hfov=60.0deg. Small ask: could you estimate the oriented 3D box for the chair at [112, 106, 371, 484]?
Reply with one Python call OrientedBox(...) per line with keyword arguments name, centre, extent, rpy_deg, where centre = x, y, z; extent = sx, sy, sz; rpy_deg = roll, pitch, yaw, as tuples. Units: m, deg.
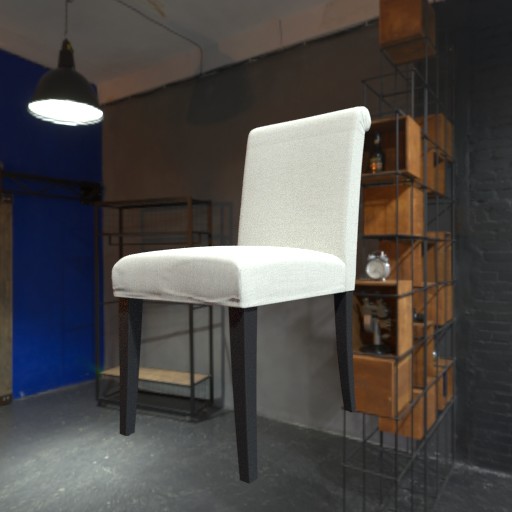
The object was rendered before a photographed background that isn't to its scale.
OrientedBox(name="chair", centre=(0.000, 0.000, 1.338), extent=(0.452, 0.976, 0.708), rpy_deg=(0, 0, 36))
